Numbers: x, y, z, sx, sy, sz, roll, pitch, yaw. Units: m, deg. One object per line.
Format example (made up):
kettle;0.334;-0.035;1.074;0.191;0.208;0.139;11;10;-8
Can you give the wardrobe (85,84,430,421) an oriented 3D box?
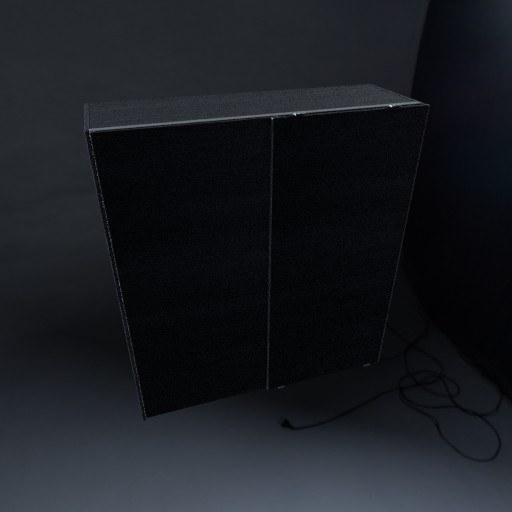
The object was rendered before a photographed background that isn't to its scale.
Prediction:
wardrobe;0.000;0.000;2.935;1.780;1.960;0.629;-10;33;-15
